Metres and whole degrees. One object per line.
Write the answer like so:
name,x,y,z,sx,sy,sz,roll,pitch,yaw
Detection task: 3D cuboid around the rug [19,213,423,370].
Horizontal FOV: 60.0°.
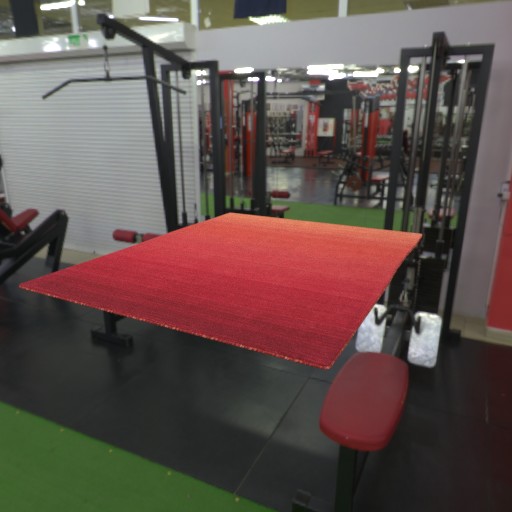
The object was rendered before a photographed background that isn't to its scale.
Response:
rug,0.000,0.000,3.853,2.340,0.028,2.905,9,19,27
